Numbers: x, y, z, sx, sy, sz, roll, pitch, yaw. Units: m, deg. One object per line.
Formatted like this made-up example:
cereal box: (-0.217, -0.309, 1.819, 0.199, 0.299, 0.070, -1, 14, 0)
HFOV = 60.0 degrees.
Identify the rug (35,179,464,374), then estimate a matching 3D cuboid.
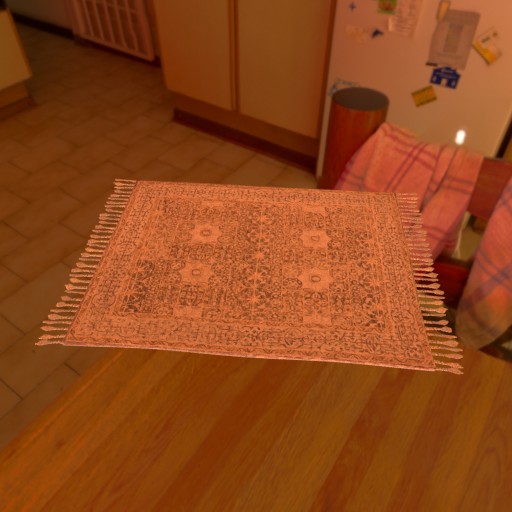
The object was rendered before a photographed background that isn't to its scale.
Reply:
rug: (0.000, 0.000, 3.031, 2.465, 0.023, 1.619, 3, 45, 3)
